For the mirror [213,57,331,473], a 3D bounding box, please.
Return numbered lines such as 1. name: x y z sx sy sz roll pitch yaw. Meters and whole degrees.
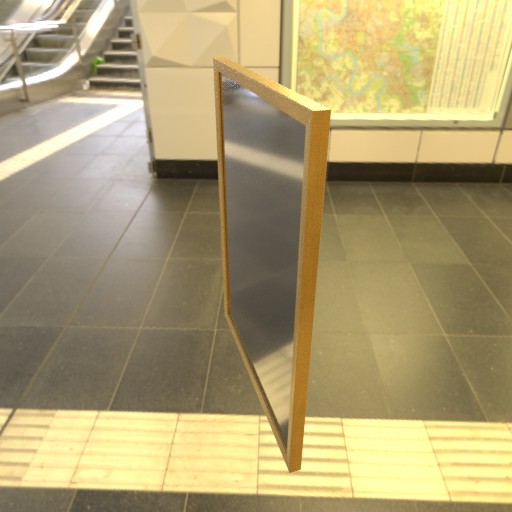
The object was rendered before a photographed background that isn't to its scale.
1. mirror: 0.000 0.000 1.334 0.040 1.016 0.762 -9 32 -15
